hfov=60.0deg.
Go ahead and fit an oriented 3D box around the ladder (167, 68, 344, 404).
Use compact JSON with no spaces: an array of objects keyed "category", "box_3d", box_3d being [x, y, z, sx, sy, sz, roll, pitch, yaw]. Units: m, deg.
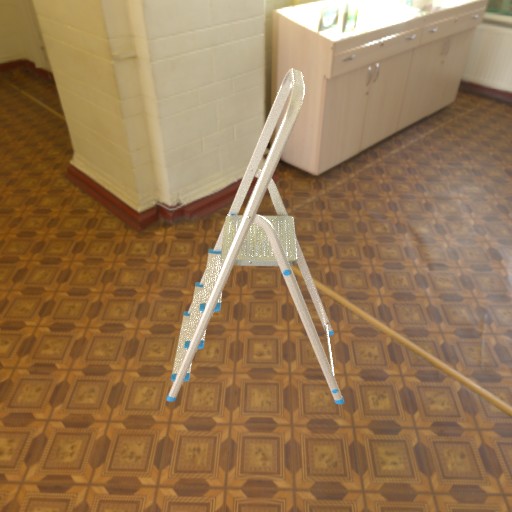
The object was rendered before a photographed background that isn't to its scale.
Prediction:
[{"category":"ladder","box_3d":[0.000,0.000,1.814,0.842,1.434,0.445,1,39,1]}]
